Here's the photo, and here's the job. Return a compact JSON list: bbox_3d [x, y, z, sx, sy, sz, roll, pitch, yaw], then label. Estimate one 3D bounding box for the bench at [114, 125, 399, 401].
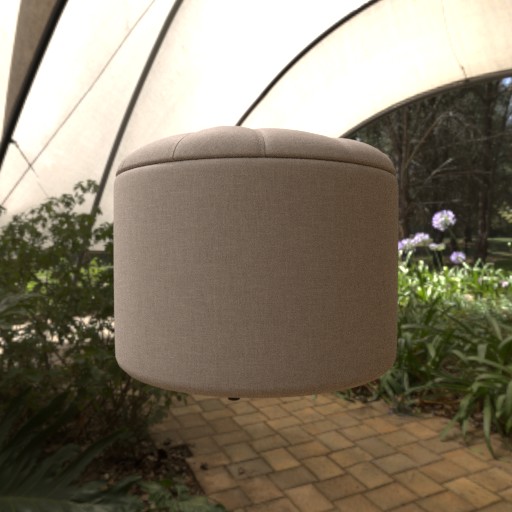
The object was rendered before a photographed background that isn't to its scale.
[{"bbox_3d":[0.000,0.000,0.982,0.600,0.453,0.600,0,1,0],"label":"bench"}]
